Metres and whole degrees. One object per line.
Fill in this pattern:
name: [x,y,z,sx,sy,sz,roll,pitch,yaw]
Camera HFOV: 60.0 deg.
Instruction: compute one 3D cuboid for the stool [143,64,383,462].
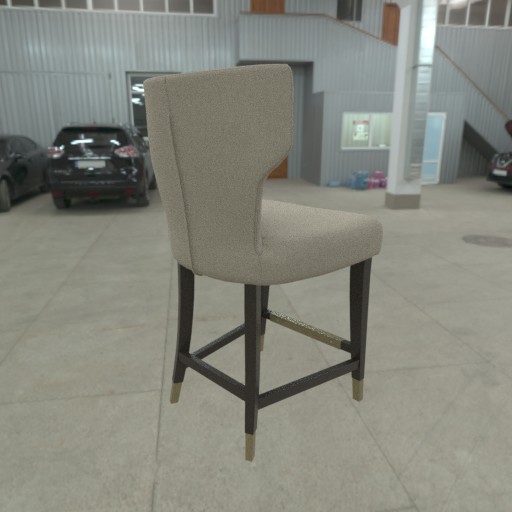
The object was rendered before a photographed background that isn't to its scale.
stool: [0.000,0.000,1.312,0.563,0.982,0.527,-15,22,-42]
